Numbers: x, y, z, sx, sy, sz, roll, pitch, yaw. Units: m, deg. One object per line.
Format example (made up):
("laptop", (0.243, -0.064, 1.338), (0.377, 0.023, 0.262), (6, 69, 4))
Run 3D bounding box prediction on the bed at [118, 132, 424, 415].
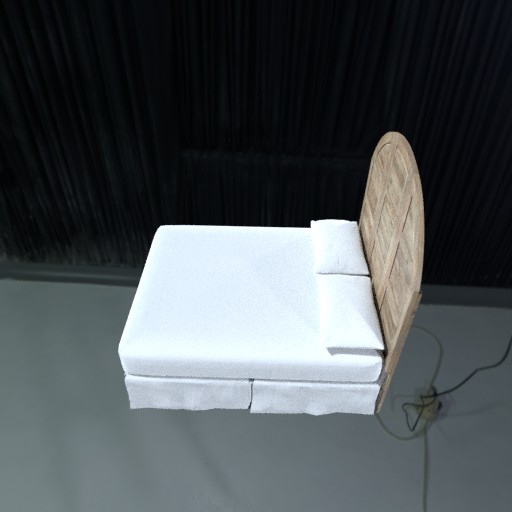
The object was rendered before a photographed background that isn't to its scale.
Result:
("bed", (0.000, 0.000, 3.633), (2.112, 2.002, 1.713), (1, 42, 2))
